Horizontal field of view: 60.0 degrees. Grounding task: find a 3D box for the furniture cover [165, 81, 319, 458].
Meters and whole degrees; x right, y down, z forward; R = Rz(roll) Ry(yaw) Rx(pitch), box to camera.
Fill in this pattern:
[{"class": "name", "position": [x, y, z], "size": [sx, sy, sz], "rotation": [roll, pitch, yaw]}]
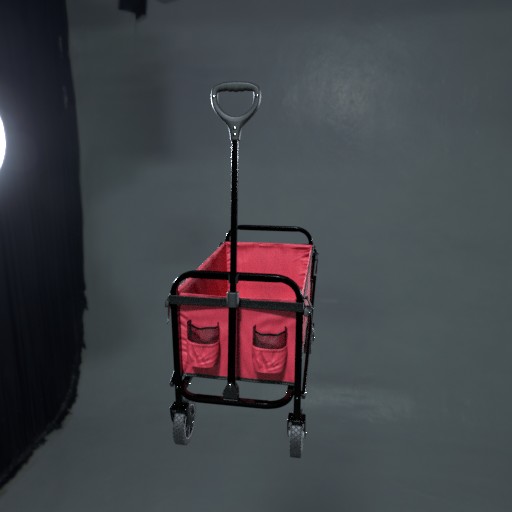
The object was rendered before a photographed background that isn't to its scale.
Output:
[{"class": "furniture cover", "position": [0.000, 0.000, 1.866], "size": [0.532, 1.295, 1.038], "rotation": [2, 15, 9]}]
